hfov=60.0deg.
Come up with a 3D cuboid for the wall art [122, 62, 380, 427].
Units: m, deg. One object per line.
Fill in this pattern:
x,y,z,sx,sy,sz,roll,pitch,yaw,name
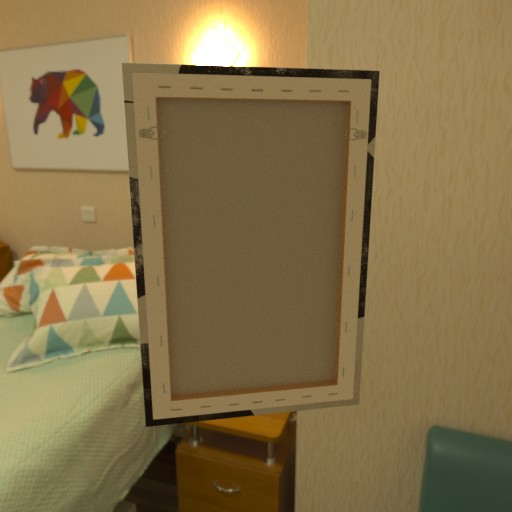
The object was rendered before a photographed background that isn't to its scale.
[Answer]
0.000,0.000,1.156,0.610,0.915,0.041,-2,14,-10,wall art
